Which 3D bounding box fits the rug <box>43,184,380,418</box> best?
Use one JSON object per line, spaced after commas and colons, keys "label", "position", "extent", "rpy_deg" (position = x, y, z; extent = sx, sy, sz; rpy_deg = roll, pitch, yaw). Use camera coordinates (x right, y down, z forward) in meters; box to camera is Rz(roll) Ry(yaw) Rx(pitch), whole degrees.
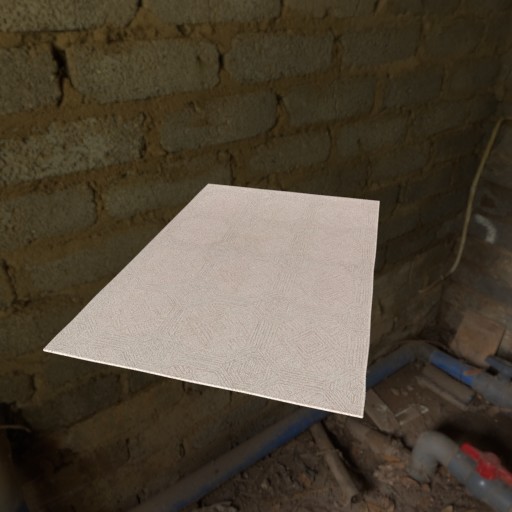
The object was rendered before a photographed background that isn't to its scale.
{"label": "rug", "position": [0.000, 0.000, 2.354], "extent": [1.236, 0.009, 1.839], "rpy_deg": [8, 31, 13]}
